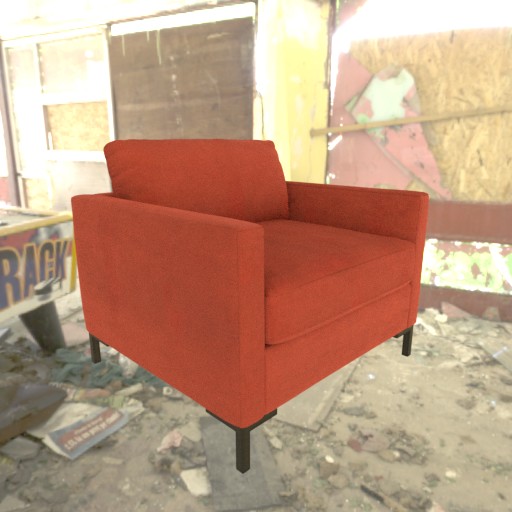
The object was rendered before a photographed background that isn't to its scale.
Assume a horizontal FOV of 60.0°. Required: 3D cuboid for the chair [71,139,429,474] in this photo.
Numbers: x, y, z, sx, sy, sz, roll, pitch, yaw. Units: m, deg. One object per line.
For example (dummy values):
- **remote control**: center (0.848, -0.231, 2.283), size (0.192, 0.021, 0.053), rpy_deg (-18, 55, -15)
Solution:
- **chair**: center (0.000, 0.000, 1.584), size (0.875, 0.812, 0.964), rpy_deg (14, 20, 43)
